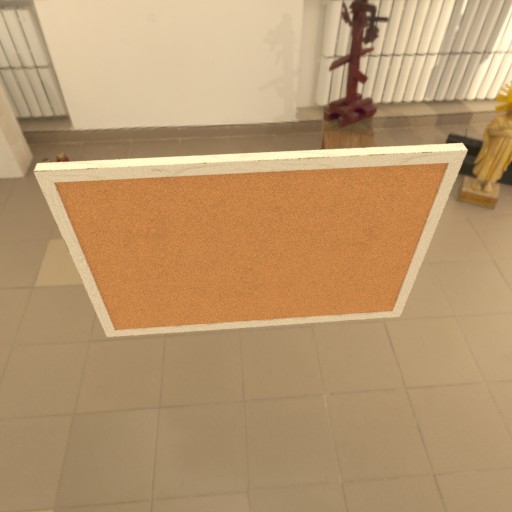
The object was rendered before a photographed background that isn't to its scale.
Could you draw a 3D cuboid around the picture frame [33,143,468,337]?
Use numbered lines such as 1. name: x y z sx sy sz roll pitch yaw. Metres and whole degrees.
1. picture frame: 0.000 0.000 1.210 0.950 0.640 0.029 -3 47 -3
